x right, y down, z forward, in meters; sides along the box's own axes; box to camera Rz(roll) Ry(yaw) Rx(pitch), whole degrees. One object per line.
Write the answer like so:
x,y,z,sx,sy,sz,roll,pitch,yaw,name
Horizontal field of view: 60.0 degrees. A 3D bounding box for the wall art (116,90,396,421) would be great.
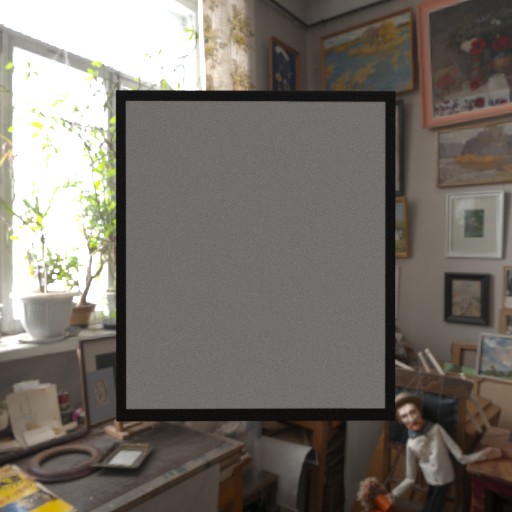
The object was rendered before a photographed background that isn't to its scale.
0.000,0.000,0.692,0.430,0.509,0.021,0,0,-1,wall art
